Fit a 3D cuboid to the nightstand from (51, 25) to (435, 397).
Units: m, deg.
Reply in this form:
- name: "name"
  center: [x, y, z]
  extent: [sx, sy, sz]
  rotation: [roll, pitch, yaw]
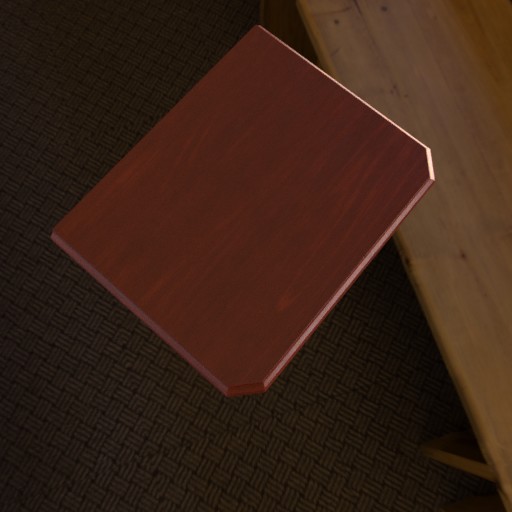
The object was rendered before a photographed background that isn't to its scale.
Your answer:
- name: "nightstand"
  center: [0.000, 0.000, 0.921]
  extent: [0.351, 0.681, 0.435]
  rotation: [40, 80, 8]
